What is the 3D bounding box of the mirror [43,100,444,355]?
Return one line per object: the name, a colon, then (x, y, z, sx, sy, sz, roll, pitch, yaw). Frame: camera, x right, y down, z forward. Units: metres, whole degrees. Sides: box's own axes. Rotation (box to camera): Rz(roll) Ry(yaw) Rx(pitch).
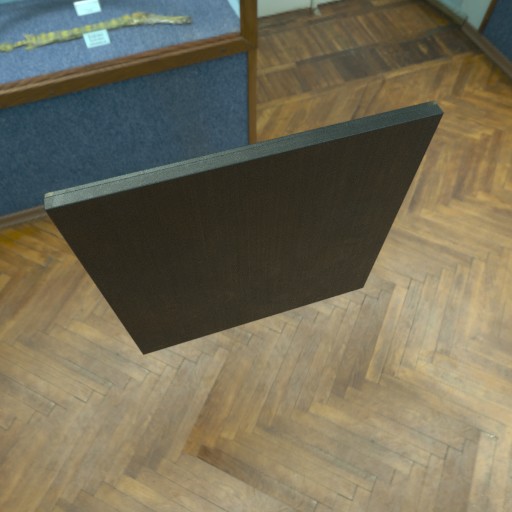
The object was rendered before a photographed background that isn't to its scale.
mirror: (0.000, 0.000, 0.571, 0.382, 0.381, 0.020, -16, 60, -9)
